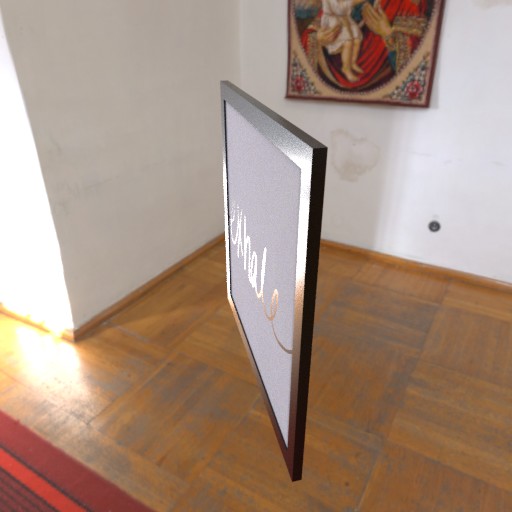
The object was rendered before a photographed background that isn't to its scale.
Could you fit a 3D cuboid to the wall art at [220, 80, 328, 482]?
[{"bbox_3d":[0.000,0.000,0.671,0.014,0.445,0.446,-7,29,-12],"label":"wall art"}]
